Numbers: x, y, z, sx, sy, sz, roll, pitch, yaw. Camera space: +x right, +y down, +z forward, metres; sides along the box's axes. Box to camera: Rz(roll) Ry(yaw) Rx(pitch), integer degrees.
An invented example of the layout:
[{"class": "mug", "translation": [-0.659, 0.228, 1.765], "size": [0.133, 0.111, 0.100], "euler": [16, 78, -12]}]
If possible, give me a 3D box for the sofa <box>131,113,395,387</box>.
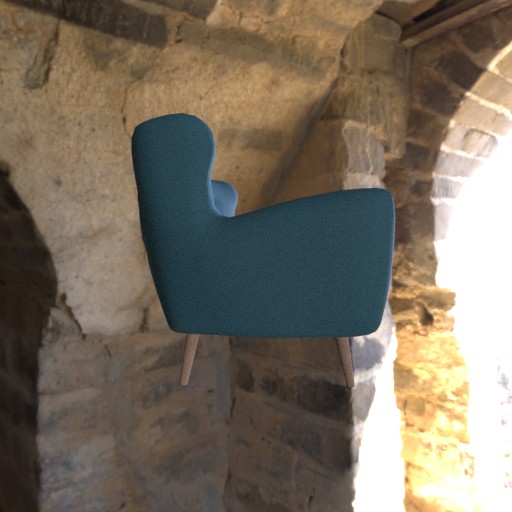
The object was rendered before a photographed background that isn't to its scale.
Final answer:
[{"class": "sofa", "translation": [0.000, 0.000, 1.999], "size": [0.889, 0.889, 1.397], "euler": [0, 0, 1]}]
